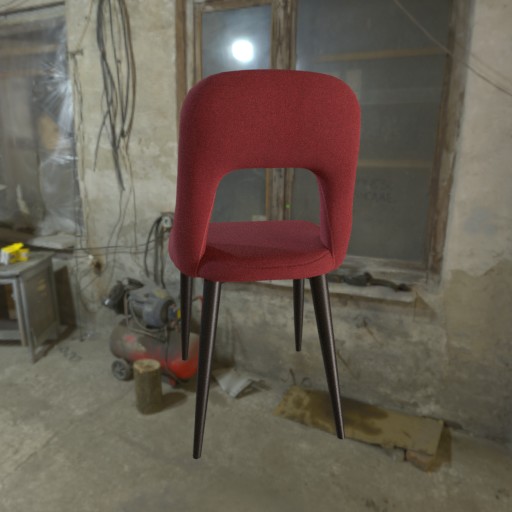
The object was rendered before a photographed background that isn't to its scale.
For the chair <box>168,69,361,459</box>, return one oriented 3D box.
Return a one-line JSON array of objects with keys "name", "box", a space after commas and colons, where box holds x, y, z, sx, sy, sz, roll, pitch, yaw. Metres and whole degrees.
[{"name": "chair", "box": [0.000, 0.000, 1.235, 0.483, 0.892, 0.569, -2, 14, -9]}]
